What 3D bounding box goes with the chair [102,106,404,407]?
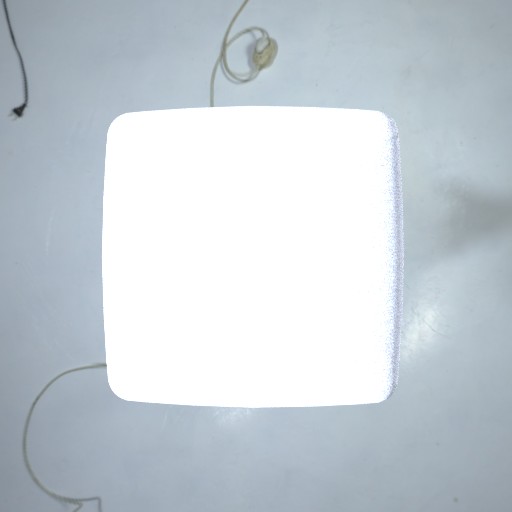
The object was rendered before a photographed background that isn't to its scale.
[{"bbox_3d":[0.000,0.000,0.690,0.350,0.440,0.350,0,90,2],"label":"chair"}]
